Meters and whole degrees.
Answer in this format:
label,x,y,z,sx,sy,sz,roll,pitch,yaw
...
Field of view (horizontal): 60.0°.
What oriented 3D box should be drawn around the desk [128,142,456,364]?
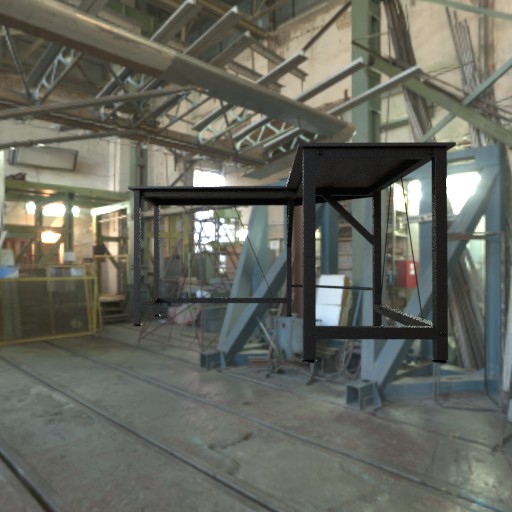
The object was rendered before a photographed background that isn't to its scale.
label,x,y,z,sx,sy,sz,roll,pitch,yaw
desk,0.000,0.000,2.229,1.400,0.762,1.400,0,-1,1
